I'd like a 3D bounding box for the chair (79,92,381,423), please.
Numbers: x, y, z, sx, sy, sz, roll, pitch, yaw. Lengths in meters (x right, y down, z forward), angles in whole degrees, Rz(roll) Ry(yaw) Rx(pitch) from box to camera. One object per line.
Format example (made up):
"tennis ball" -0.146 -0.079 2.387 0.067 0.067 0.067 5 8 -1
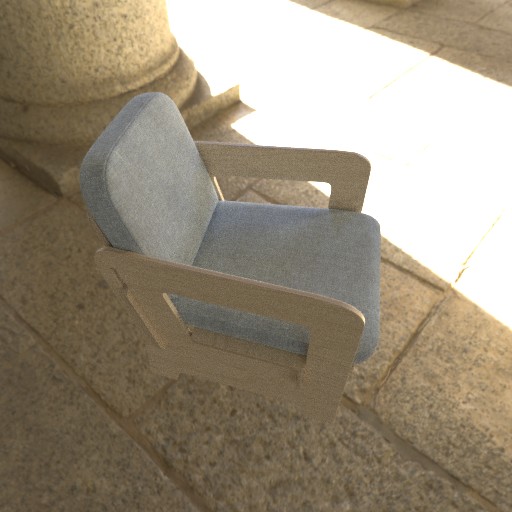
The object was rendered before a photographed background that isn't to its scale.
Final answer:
"chair" 0.000 0.000 1.281 0.710 0.800 0.590 8 47 8
